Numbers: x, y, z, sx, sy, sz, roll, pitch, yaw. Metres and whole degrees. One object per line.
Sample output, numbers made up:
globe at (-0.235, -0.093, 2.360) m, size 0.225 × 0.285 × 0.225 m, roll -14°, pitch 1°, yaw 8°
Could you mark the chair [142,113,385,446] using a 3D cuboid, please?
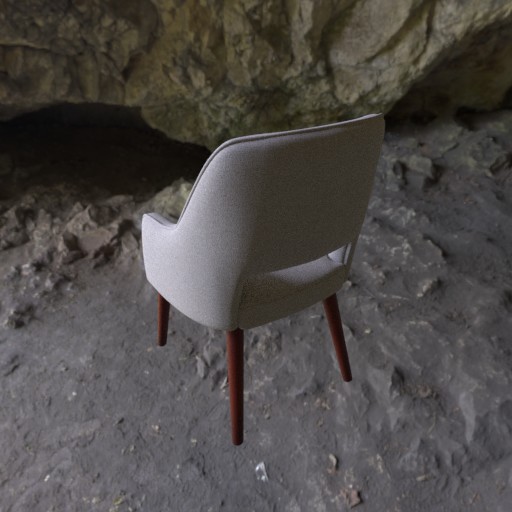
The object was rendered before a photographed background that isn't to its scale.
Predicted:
chair at (0.000, 0.000, 1.268) m, size 0.560 × 0.840 × 0.580 m, roll -19°, pitch 34°, yaw -29°
